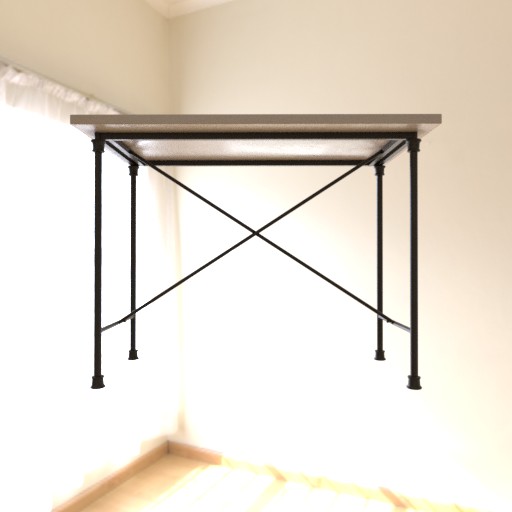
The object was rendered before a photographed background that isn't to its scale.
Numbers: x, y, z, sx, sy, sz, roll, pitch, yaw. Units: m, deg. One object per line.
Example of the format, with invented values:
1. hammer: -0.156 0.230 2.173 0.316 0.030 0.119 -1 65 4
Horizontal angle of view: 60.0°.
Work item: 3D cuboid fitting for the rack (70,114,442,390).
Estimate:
1. rack: 0.000 0.000 1.683 1.159 0.880 0.613 0 0 0
